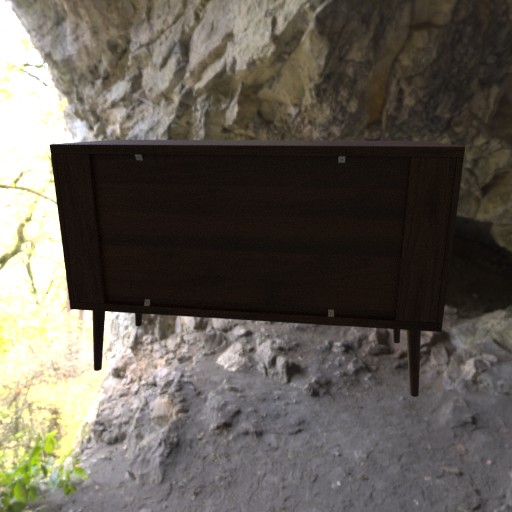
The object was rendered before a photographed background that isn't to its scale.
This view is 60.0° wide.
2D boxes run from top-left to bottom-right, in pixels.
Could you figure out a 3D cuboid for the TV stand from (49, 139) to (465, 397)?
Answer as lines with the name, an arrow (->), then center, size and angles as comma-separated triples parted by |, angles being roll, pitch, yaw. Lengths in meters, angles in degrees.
TV stand -> 0.000, 0.000, 1.328 | 0.990, 0.660, 0.405 | 2, 16, 8
